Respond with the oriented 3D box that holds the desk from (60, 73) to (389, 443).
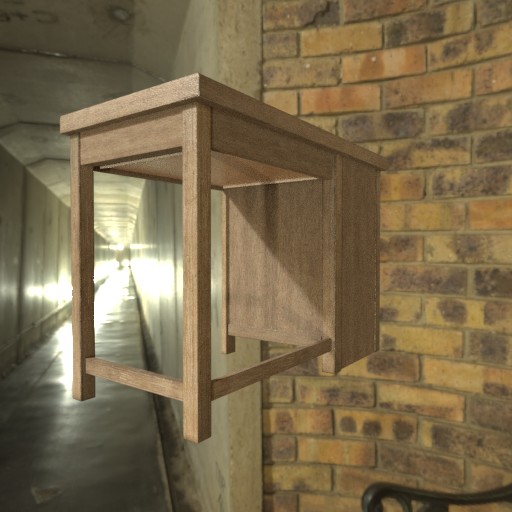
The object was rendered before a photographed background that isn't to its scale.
[{"bbox_3d":[0.000,0.000,1.764,0.610,0.912,1.289,1,2,36],"label":"desk"}]
